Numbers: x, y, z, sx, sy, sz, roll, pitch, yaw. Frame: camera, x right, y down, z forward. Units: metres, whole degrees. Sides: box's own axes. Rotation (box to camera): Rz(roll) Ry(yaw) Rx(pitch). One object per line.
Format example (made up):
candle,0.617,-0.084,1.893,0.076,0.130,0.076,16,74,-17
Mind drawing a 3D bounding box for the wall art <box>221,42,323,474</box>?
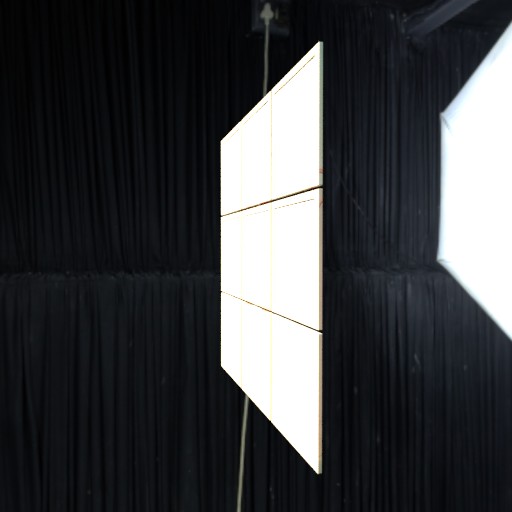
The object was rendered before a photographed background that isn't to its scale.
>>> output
wall art,0.000,0.000,1.830,0.013,1.219,1.214,0,1,-17
